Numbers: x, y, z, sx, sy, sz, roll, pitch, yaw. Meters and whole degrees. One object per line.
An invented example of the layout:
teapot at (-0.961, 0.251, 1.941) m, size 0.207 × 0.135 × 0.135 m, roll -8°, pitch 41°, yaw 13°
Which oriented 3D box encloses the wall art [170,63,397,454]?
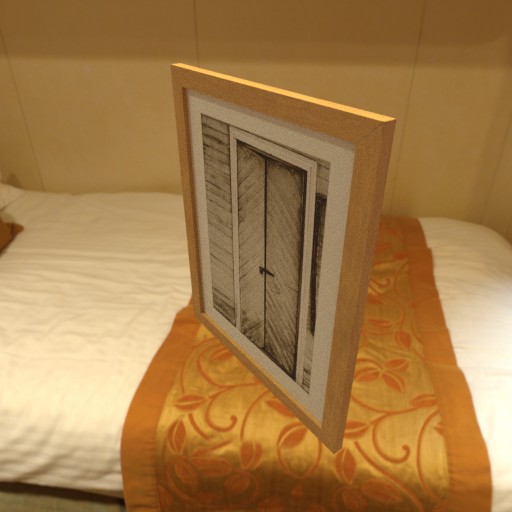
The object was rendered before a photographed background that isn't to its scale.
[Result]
wall art at (0.000, 0.000, 0.765) m, size 0.020 × 0.561 × 0.460 m, roll -22°, pitch 38°, yaw -31°
